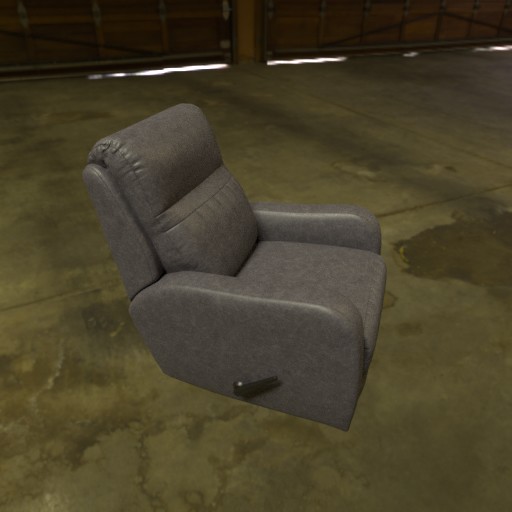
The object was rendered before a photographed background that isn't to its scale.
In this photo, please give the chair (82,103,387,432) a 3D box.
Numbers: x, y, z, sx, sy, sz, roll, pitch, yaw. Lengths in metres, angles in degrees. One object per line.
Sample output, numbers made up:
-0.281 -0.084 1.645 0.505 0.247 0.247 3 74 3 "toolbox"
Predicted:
0.000 0.000 1.845 1.067 1.067 0.865 10 33 16 "chair"
